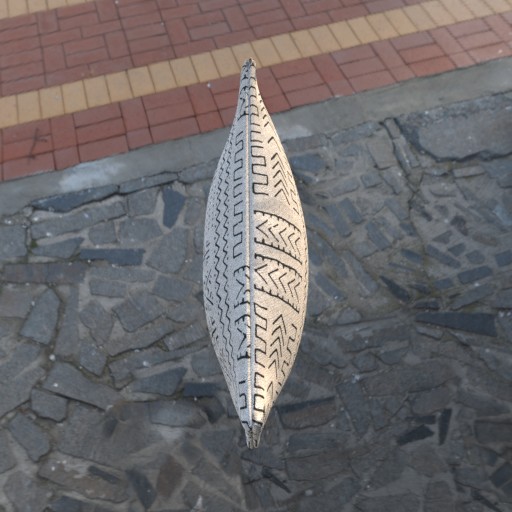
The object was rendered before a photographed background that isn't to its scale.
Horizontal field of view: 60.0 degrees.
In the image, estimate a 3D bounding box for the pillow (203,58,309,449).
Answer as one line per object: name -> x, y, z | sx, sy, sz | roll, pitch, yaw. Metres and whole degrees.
pillow -> 0.000, 0.000, 0.813 | 0.188, 0.352, 0.637 | -1, 64, 0
